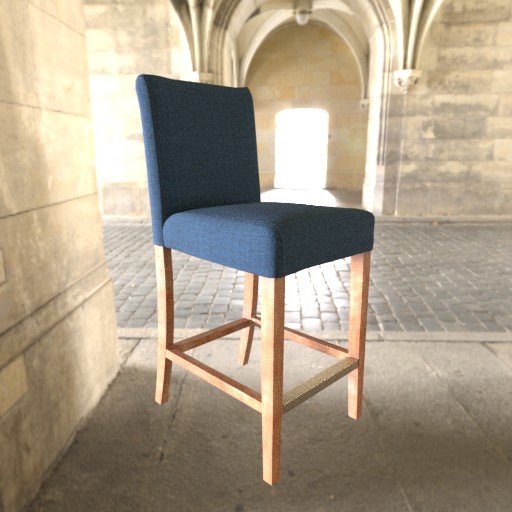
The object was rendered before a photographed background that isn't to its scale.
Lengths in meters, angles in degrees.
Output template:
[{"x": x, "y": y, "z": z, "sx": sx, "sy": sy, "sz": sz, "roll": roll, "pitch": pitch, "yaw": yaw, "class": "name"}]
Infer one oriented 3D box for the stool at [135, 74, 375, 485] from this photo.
[{"x": 0.000, "y": 0.000, "z": 1.337, "sx": 0.567, "sy": 1.039, "sz": 0.454, "roll": 13, "pitch": 19, "yaw": 43, "class": "stool"}]
